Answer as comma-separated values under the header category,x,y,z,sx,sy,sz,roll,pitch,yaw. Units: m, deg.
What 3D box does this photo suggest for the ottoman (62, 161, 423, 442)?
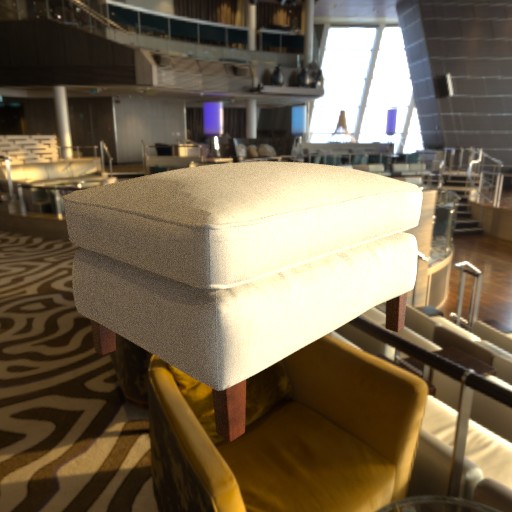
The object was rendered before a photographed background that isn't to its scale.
category,x,y,z,sx,sy,sz,roll,pitch,yaw
ottoman,0.000,0.000,0.983,0.501,0.406,0.665,14,21,42
